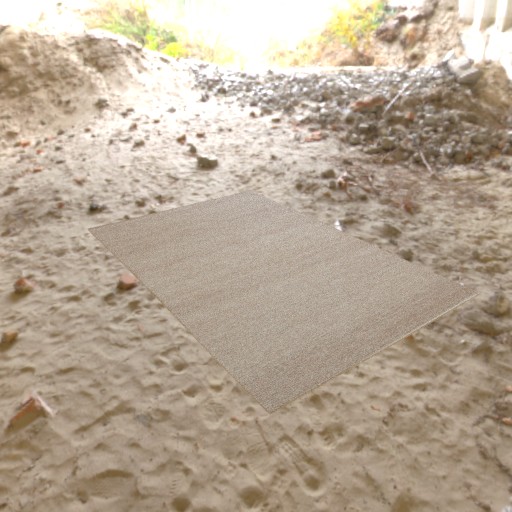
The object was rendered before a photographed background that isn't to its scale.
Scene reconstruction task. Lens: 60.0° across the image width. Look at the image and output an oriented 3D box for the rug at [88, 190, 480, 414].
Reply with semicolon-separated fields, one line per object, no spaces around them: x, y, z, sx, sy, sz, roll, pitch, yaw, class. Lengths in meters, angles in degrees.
0.000;0.000;3.037;1.574;0.029;2.346;-18;32;-32;rug
